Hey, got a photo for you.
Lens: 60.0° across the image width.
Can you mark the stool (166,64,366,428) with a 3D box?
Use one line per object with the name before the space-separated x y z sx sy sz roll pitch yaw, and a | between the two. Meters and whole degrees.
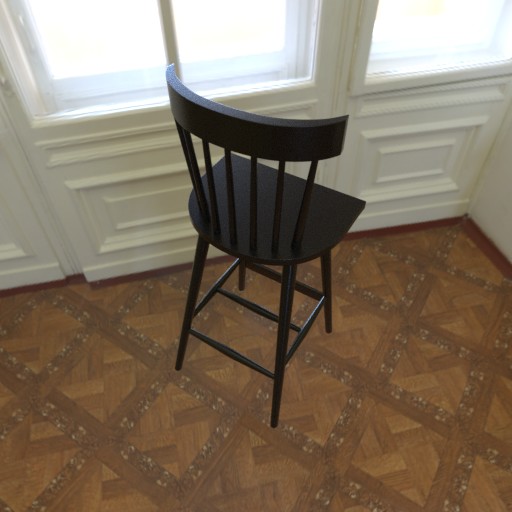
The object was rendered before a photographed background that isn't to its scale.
stool | 0.000 0.000 1.363 0.482 1.092 0.483 24 52 20
